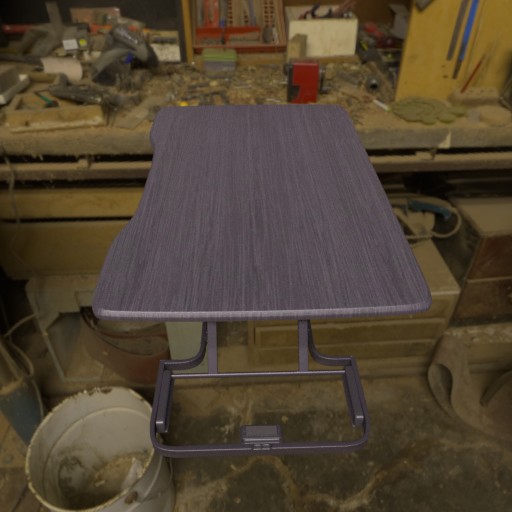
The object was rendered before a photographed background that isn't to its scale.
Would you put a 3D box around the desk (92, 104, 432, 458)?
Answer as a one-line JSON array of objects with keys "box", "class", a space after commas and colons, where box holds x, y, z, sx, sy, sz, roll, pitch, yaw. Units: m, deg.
[{"box": [0.000, 0.000, 1.134, 0.546, 0.470, 0.820, -1, 40, -1], "class": "desk"}]
